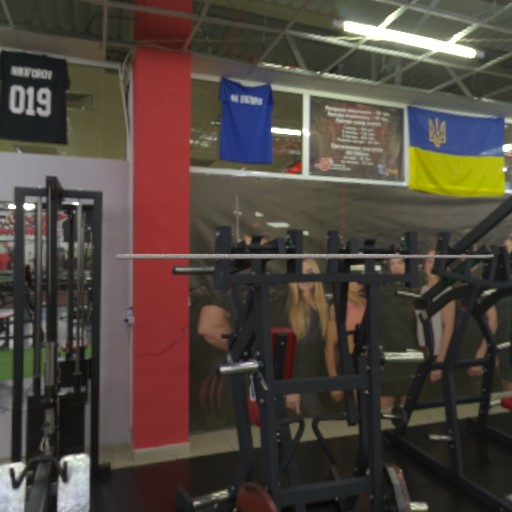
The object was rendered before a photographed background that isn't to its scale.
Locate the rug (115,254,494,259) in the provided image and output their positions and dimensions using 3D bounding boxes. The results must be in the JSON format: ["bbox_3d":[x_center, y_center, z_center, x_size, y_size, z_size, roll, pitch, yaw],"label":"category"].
[{"bbox_3d":[0.000,0.000,4.057,2.434,0.032,3.007,0,0,-17],"label":"rug"}]
